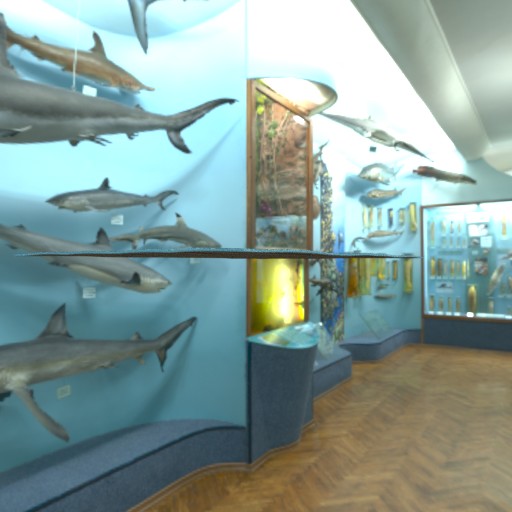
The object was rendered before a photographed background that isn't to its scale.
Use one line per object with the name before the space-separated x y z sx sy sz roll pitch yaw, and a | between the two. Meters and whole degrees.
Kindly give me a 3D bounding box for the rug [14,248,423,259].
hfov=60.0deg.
rug | 0.000 0.000 2.258 1.195 0.014 1.847 -1 -1 35
